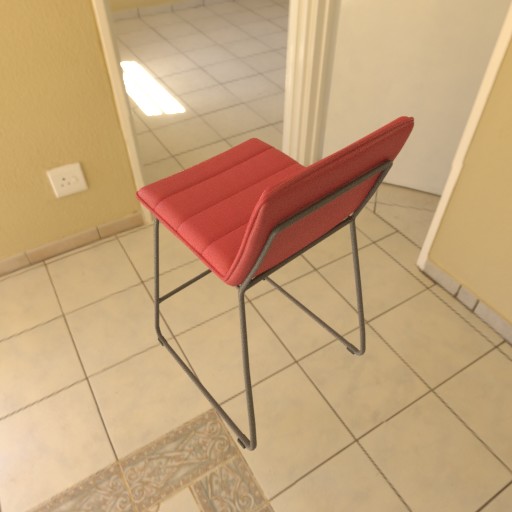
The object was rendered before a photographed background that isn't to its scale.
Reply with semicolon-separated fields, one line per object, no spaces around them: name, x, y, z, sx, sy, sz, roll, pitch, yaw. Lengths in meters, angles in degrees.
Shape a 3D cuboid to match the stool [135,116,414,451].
stool;0.000;0.000;1.171;0.489;0.866;0.524;-32;53;-27
